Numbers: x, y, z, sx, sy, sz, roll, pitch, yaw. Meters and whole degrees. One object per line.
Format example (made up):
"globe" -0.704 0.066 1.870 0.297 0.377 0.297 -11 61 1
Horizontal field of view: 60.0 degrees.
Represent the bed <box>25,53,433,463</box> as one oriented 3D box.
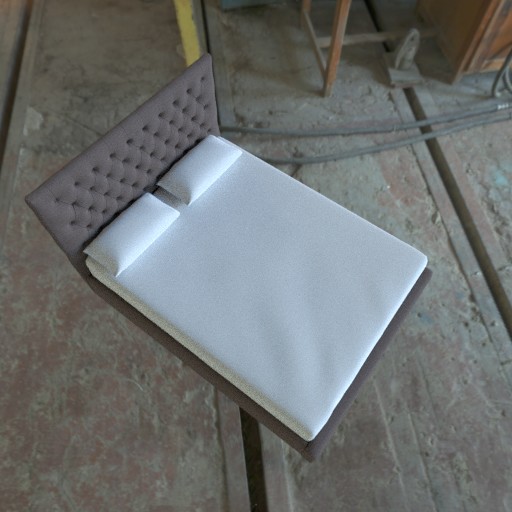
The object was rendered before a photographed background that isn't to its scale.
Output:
"bed" 0.000 0.000 3.231 2.233 1.426 1.696 33 66 17
